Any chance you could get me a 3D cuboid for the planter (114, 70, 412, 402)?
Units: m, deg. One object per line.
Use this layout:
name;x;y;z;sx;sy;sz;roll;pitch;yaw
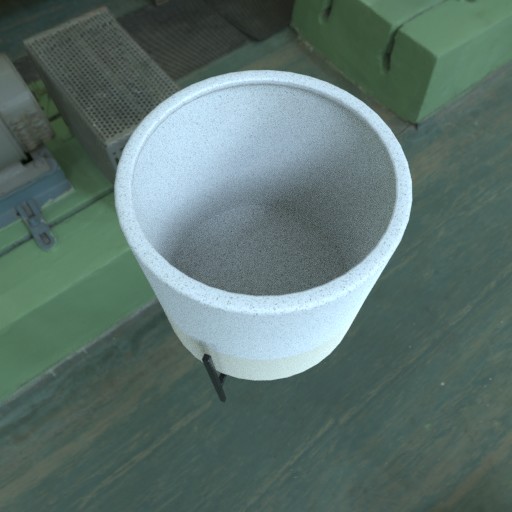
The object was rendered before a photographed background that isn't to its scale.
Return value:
planter;0.000;0.000;0.653;0.313;0.423;0.335;-36;69;-16
